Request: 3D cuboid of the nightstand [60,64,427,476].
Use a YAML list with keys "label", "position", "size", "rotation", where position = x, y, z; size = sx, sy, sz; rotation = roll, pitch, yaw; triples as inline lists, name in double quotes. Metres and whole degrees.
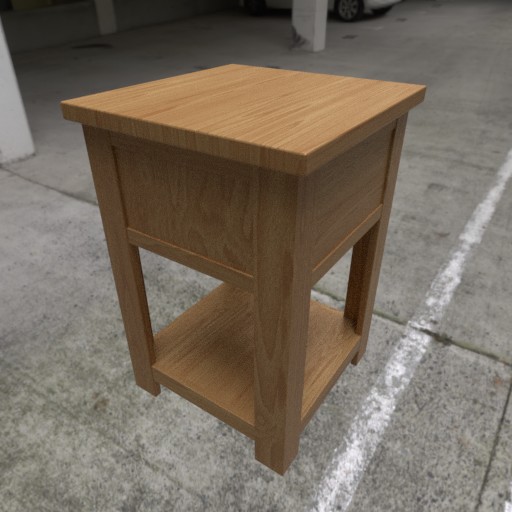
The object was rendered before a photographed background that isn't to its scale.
- label: "nightstand"
  position: [0.000, 0.000, 0.871]
  size: [0.418, 0.614, 0.428]
  rotation: [20, 37, 29]
